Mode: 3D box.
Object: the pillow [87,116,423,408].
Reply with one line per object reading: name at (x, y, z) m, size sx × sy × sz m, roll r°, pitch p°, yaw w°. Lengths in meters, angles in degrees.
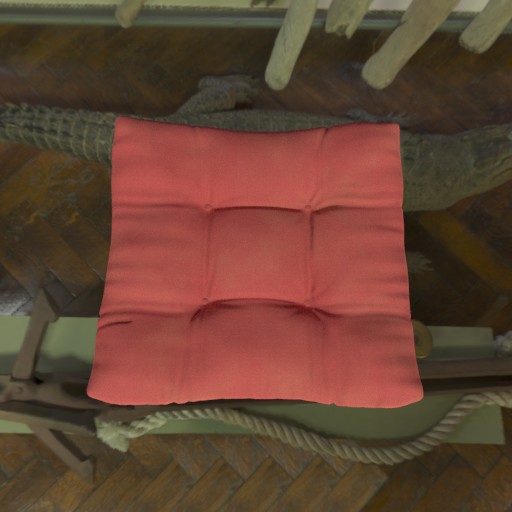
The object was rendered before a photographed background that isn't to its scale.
pillow at (0.000, 0.000, 0.726) m, size 0.490 × 0.128 × 0.468 m, roll 1°, pitch 76°, yaw 0°
